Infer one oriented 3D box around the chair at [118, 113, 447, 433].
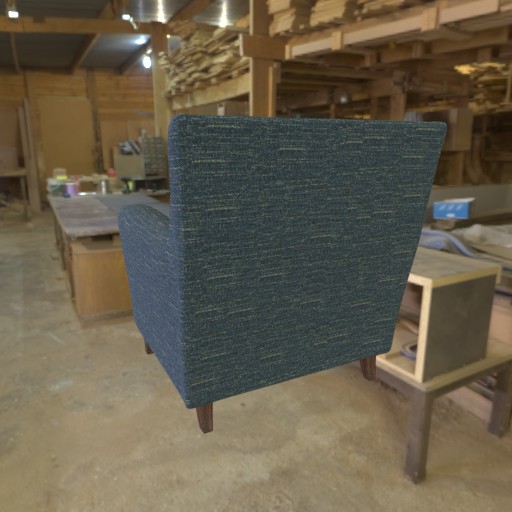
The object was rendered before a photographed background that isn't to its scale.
[{"bbox_3d":[0.000,0.000,1.623,0.864,0.928,0.873,-7,16,-27],"label":"chair"}]
